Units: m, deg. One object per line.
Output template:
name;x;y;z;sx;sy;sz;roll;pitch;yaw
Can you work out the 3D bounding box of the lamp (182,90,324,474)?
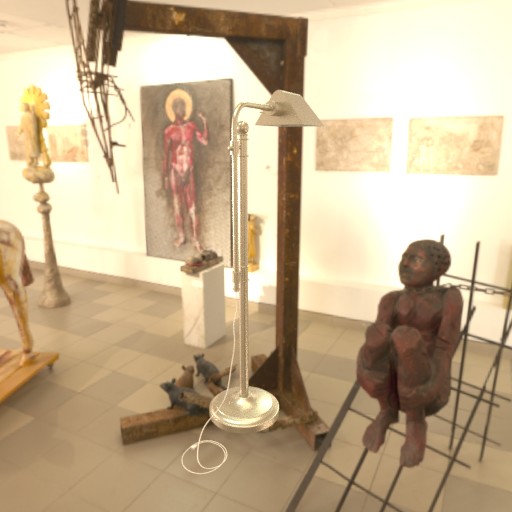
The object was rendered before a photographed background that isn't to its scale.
lamp;0.000;0.000;0.973;0.159;0.708;0.546;7;16;26
